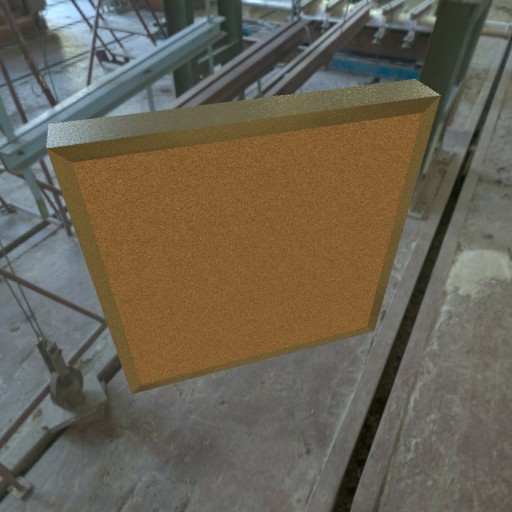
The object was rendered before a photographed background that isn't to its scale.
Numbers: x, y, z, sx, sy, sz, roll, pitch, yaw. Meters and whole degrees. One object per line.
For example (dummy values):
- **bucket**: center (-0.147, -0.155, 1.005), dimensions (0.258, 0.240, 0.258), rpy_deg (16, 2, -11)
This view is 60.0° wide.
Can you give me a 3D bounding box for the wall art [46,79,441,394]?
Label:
- **wall art**: center (0.000, 0.000, 0.444), dimensions (0.304, 0.305, 0.038), rpy_deg (-12, 43, -13)
